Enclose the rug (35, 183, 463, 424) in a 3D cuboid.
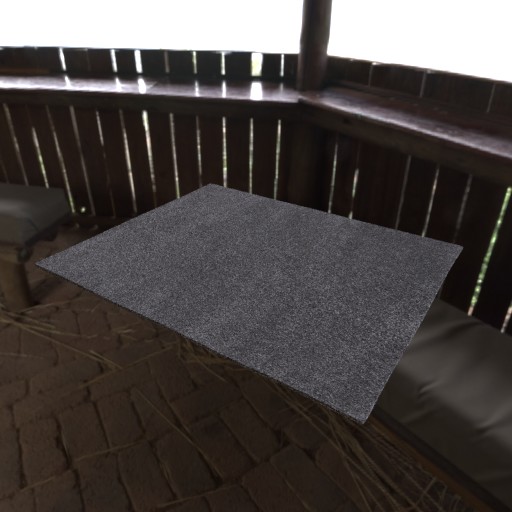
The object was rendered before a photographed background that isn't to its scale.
[{"bbox_3d":[0.000,0.000,3.957,3.000,0.025,2.401,18,34,29],"label":"rug"}]
